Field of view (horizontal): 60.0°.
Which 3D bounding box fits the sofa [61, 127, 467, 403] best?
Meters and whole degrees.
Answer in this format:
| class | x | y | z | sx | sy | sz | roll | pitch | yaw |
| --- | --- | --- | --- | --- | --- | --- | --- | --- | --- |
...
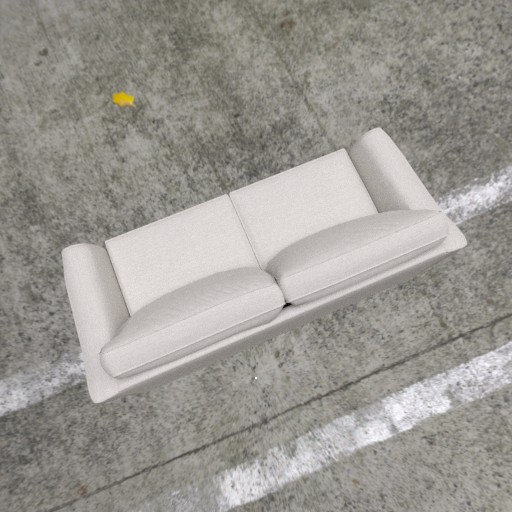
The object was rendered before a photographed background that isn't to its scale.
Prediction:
| class | x | y | z | sx | sy | sz | roll | pitch | yaw |
| --- | --- | --- | --- | --- | --- | --- | --- | --- | --- |
| sofa | 0.000 | 0.000 | 2.806 | 2.270 | 0.965 | 0.980 | -22 | 76 | -6 |
